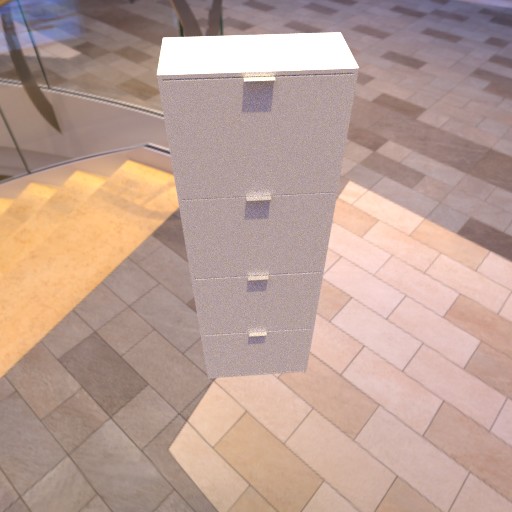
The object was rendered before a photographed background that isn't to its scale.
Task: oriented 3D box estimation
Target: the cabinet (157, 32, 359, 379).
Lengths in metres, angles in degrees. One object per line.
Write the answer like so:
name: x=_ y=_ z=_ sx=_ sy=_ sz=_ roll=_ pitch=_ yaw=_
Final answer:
cabinet: x=0.000 y=0.000 z=1.808 sx=0.520 sy=1.630 sz=0.255 roll=-3 pitch=47 yaw=-3
